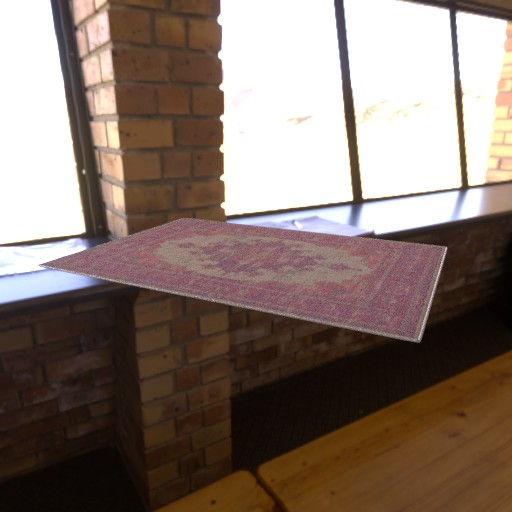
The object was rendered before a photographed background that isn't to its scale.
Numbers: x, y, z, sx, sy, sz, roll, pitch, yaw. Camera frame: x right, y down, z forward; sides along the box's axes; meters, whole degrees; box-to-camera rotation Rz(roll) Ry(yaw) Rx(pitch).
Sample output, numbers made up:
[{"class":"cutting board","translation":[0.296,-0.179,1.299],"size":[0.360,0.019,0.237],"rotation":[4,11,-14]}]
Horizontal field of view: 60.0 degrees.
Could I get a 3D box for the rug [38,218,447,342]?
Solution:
[{"class":"rug","translation":[0.000,0.000,3.755],"size":[2.878,0.014,2.005],"rotation":[8,19,25]}]
